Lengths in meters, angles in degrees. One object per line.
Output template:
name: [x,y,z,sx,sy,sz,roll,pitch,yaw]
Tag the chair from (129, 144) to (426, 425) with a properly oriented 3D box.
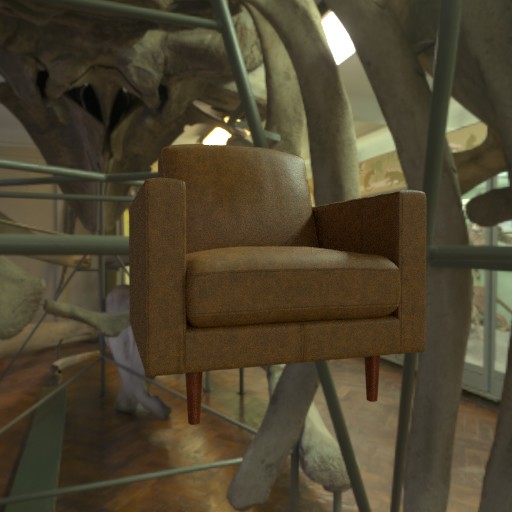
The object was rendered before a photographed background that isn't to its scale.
chair: [0.000,0.000,1.683,0.890,0.956,0.909,0,1,-18]
